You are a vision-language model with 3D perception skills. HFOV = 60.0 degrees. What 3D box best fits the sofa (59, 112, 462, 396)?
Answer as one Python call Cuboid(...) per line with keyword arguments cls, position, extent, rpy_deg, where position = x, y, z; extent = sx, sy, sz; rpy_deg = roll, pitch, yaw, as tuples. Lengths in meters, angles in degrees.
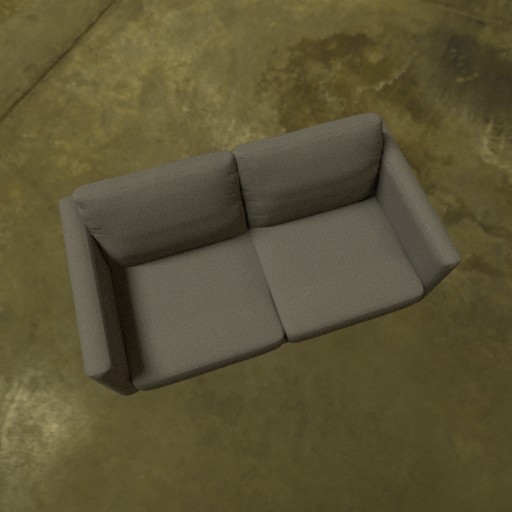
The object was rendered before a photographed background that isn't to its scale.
Cuboid(cls="sofa", position=(0.000, 0.000, 2.264), extent=(1.713, 0.866, 0.940), rpy_deg=(-16, 66, -8))
